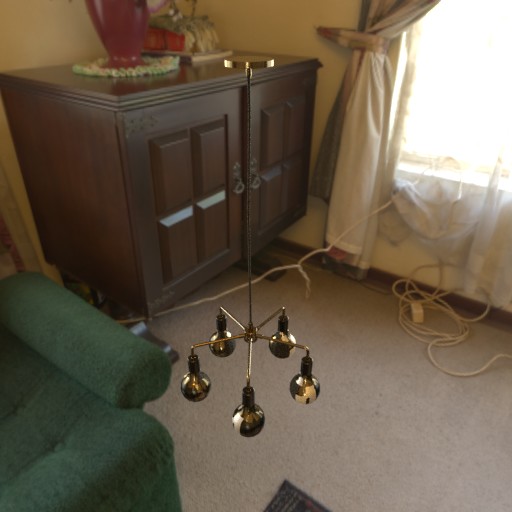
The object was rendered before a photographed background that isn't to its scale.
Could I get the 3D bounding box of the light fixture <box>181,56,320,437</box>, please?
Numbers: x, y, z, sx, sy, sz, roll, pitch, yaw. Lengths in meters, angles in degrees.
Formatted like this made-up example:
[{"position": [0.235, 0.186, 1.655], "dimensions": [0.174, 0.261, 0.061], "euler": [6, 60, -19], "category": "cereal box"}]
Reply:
[{"position": [0.000, 0.000, 1.211], "dimensions": [0.421, 0.988, 0.438], "euler": [10, 31, 17], "category": "light fixture"}]
